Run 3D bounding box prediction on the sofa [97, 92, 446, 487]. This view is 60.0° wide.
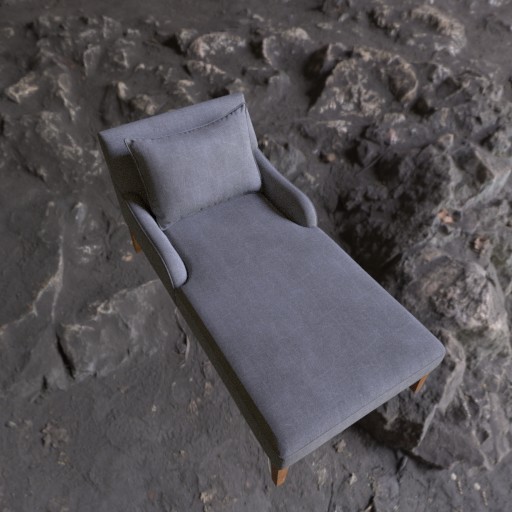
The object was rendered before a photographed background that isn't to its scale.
[{"bbox_3d":[0.000,0.000,2.245,0.894,0.859,1.779,-24,51,-21],"label":"sofa"}]
